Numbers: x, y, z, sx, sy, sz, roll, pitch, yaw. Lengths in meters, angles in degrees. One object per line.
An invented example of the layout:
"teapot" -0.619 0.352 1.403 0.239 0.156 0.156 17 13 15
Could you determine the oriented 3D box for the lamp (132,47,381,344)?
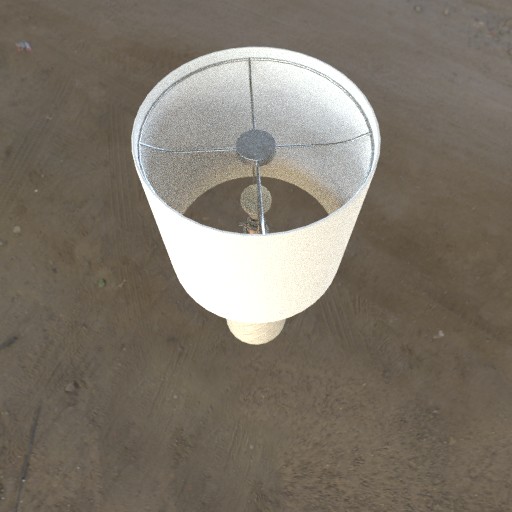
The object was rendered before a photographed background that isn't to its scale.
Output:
"lamp" 0.000 0.000 0.574 0.207 0.461 0.207 -3 63 -2
